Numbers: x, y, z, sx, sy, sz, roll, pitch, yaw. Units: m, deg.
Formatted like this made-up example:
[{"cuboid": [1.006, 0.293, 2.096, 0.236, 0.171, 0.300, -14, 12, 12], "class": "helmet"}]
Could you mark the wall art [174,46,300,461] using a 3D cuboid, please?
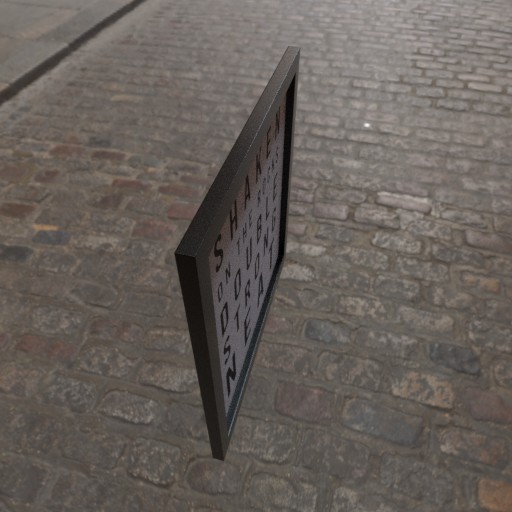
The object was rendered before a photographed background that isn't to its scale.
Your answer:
[{"cuboid": [0.000, 0.000, 0.521, 0.014, 0.349, 0.349, 11, 47, 10], "class": "wall art"}]
